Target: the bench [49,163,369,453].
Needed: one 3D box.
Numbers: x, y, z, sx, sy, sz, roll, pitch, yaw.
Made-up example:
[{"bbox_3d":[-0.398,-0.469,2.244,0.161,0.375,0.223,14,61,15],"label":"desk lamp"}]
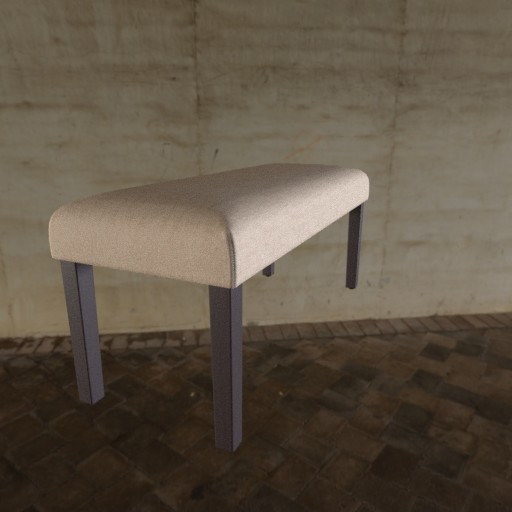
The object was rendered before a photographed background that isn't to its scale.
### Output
[{"bbox_3d":[0.000,0.000,1.243,0.407,0.456,1.013,7,18,24],"label":"bench"}]
